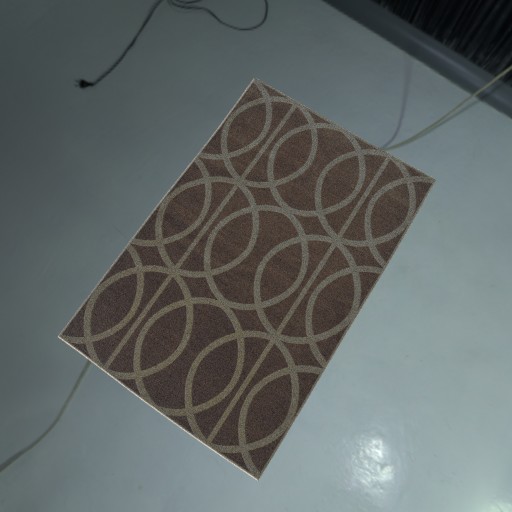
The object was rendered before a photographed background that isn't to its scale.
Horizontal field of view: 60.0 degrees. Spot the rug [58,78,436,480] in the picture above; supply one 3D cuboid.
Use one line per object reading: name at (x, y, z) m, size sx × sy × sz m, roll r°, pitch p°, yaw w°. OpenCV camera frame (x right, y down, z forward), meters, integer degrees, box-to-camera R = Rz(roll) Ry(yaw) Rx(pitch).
rug at (0.000, 0.000, 2.945) m, size 1.526 × 0.014 × 2.290 m, roll 32°, pitch 77°, yaw 8°
